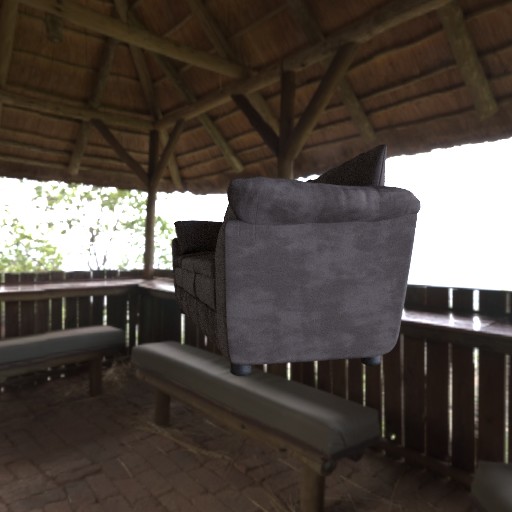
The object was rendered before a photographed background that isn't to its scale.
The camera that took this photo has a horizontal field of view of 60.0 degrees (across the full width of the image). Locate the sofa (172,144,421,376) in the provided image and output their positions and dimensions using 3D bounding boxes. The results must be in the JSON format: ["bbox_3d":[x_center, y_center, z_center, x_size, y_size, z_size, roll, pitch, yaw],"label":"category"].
[{"bbox_3d":[0.000,0.000,2.853,0.893,0.981,2.377,0,0,-16],"label":"sofa"}]
